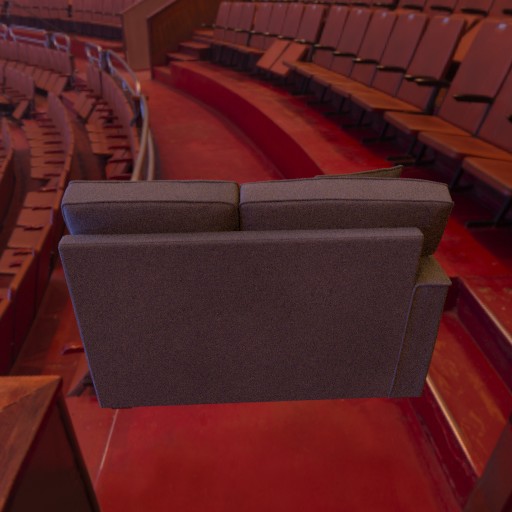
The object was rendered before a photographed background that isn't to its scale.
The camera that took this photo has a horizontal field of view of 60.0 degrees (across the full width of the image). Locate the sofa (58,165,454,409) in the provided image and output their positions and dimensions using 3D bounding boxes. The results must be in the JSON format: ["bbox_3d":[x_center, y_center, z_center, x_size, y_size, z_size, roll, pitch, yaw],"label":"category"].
[{"bbox_3d":[0.000,0.000,2.052,1.388,0.989,0.991,-1,30,-2],"label":"sofa"}]
